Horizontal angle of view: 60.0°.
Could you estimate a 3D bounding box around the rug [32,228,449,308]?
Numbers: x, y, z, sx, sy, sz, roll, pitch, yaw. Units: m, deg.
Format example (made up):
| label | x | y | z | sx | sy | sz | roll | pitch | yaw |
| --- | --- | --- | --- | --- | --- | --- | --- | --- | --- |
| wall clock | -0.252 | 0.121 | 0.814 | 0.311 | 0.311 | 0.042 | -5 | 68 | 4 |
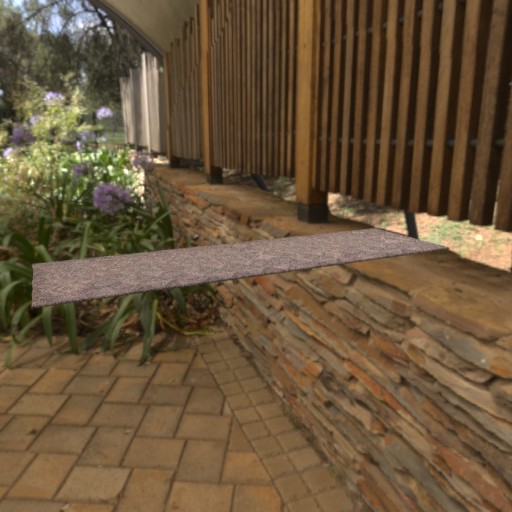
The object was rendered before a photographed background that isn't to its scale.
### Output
| label | x | y | z | sx | sy | sz | roll | pitch | yaw |
| --- | --- | --- | --- | --- | --- | --- | --- | --- | --- |
| rug | 0.000 | 0.000 | 2.524 | 2.296 | 0.011 | 0.691 | -7 | 16 | -25 |
